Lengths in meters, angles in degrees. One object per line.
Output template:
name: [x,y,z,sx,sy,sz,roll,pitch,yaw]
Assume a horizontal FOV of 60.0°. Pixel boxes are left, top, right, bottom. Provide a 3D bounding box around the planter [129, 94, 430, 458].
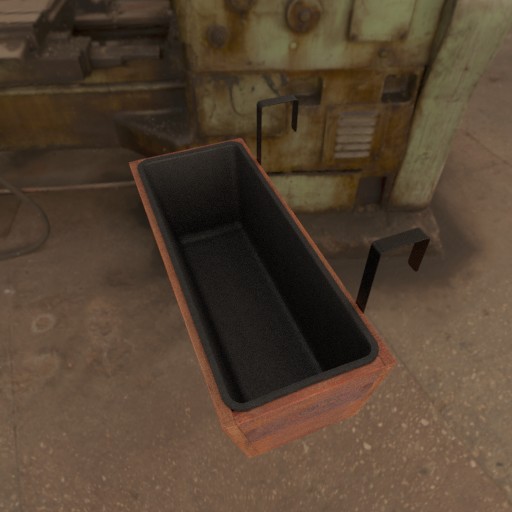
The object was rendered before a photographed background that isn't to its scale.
planter: [0.000,0.000,0.645,0.262,0.289,0.480,-16,49,-15]
